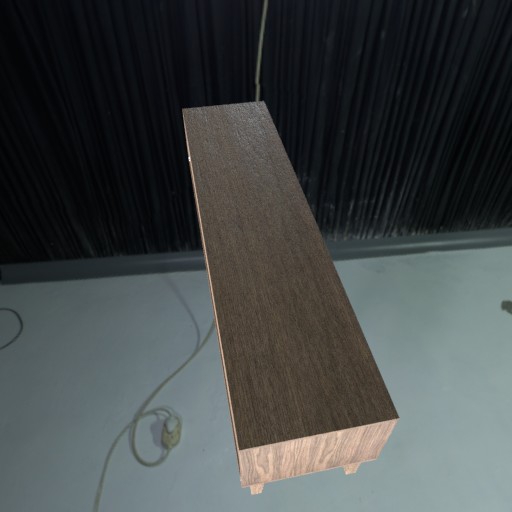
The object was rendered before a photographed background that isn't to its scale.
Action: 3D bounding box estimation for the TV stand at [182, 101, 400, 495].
[{"bbox_3d":[0.000,0.000,1.617,0.366,0.409,1.482,-8,47,-8],"label":"TV stand"}]
